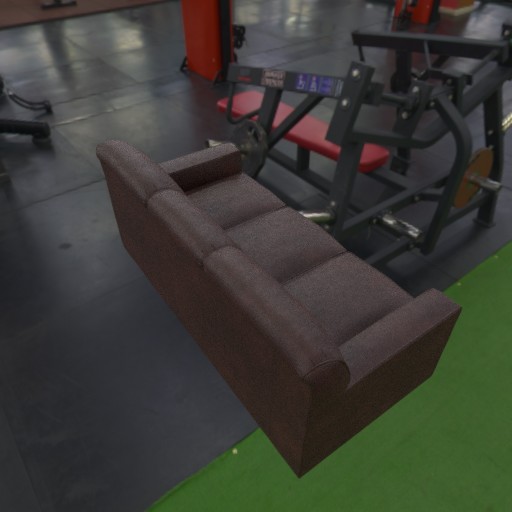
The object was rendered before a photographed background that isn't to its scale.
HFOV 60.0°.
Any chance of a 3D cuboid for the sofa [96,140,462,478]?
[{"bbox_3d":[0.000,0.000,2.558,1.008,0.953,2.039,-25,47,-26],"label":"sofa"}]
